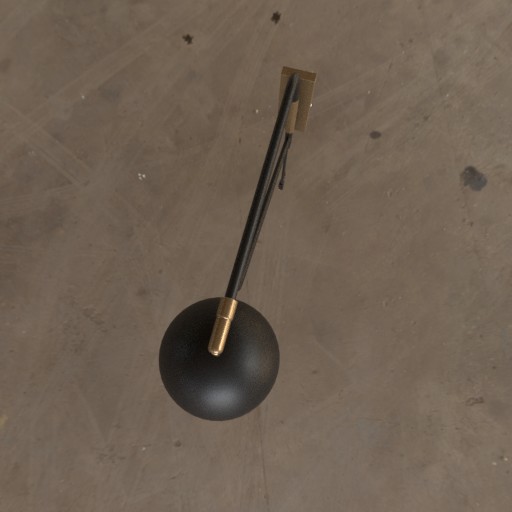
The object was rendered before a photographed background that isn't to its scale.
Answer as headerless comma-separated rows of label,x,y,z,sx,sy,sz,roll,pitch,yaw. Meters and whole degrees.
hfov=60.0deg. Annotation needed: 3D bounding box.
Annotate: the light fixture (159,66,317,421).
light fixture,0.000,0.000,1.058,0.215,0.696,0.720,15,76,4
